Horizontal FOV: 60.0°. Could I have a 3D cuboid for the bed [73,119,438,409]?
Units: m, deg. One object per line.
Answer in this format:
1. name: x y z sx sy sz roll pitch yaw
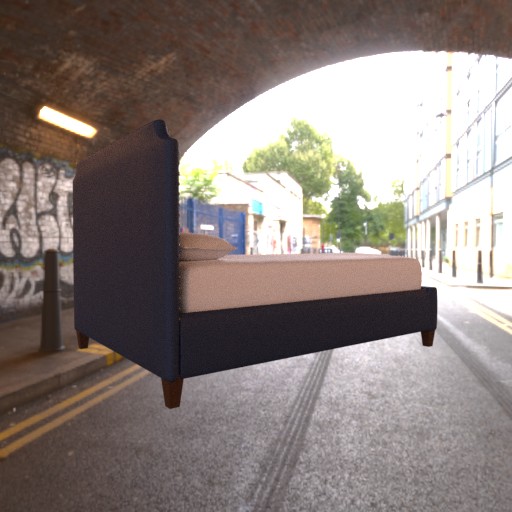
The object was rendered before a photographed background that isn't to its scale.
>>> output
1. bed: 0.000 0.000 3.483 2.372 1.443 1.712 -1 2 -37
